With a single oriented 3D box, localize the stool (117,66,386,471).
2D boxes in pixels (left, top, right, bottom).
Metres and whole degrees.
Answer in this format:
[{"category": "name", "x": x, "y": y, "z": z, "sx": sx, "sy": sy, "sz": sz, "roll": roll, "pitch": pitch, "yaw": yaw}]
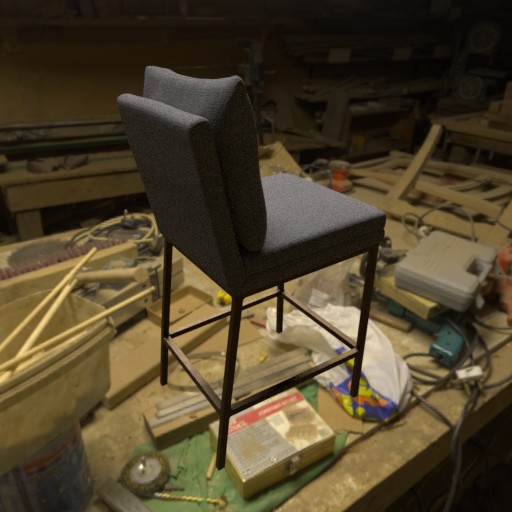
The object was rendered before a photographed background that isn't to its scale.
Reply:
[{"category": "stool", "x": 0.000, "y": 0.000, "z": 1.299, "sx": 0.569, "sy": 1.031, "sz": 0.463, "roll": -17, "pitch": 32, "yaw": -30}]
